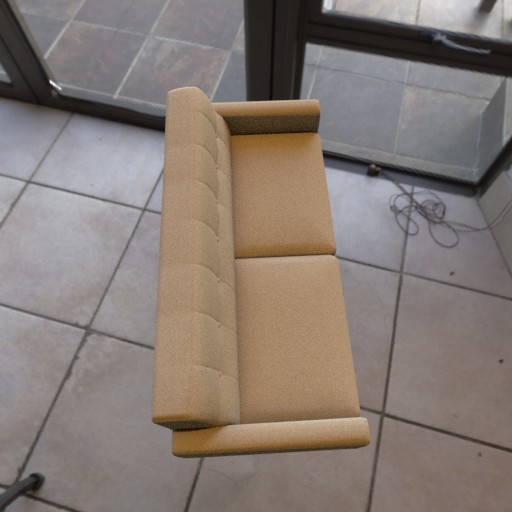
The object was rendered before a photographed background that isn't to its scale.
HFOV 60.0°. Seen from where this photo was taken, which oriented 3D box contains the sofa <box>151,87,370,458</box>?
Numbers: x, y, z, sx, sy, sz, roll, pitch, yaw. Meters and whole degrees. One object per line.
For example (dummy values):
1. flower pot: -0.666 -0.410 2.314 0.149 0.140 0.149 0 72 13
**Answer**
1. sofa: 0.000 0.000 2.625 0.980 0.892 2.137 -3 64 -1
